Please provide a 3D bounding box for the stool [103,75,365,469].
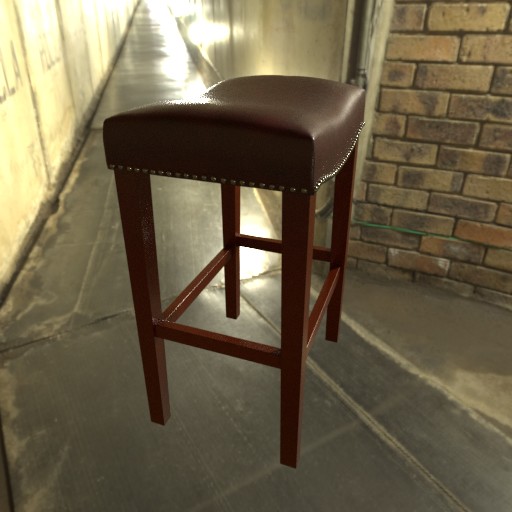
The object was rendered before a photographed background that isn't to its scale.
[{"bbox_3d":[0.000,0.000,1.035,0.372,0.742,0.504,10,30,18],"label":"stool"}]
